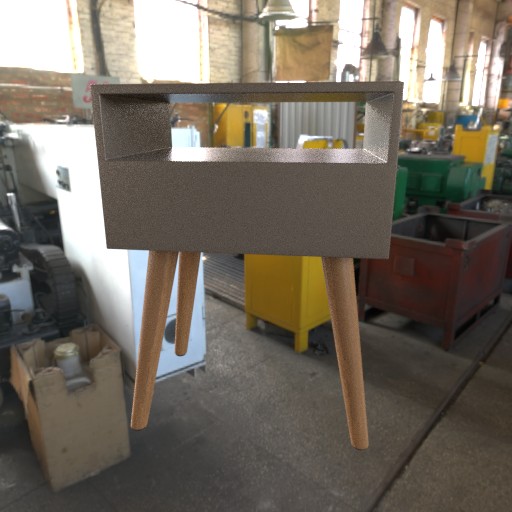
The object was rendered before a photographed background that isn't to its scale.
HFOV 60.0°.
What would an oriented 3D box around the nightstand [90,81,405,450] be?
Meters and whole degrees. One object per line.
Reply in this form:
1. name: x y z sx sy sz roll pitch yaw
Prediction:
1. nightstand: 0.000 0.000 0.725 0.370 0.508 0.288 2 17 7
